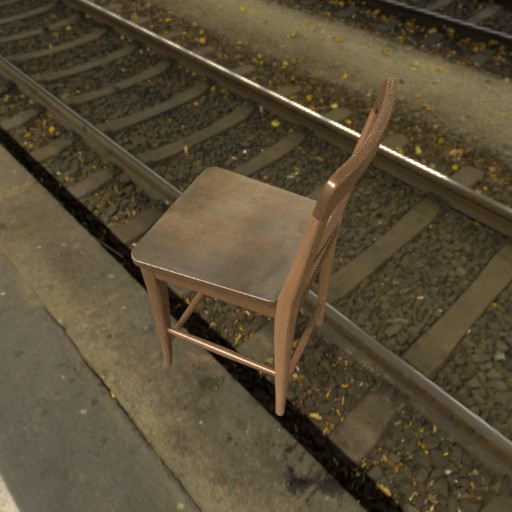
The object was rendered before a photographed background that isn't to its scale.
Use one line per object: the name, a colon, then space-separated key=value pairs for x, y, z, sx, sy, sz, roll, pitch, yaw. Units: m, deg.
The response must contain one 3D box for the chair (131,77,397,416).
chair: x=0.000 y=0.000 z=1.284 sx=0.546 sy=0.991 sz=0.450 roll=19 pitch=50 yaw=17
